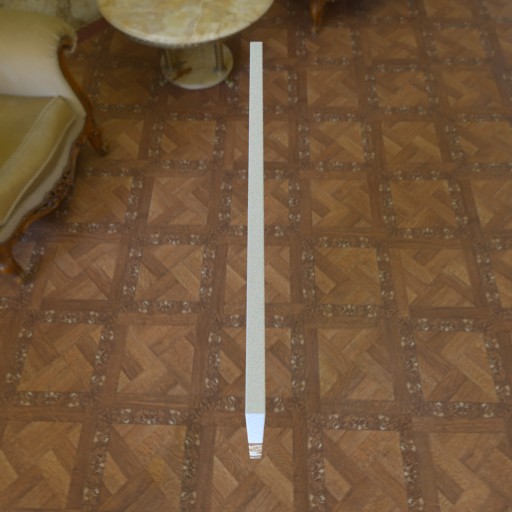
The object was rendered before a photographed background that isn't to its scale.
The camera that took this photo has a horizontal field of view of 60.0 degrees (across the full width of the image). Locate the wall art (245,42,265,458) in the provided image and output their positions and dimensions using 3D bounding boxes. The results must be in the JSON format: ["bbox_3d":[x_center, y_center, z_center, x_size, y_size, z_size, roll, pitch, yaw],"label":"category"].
[{"bbox_3d":[0.000,0.000,1.943,0.051,1.016,1.520,0,60,0],"label":"wall art"}]
